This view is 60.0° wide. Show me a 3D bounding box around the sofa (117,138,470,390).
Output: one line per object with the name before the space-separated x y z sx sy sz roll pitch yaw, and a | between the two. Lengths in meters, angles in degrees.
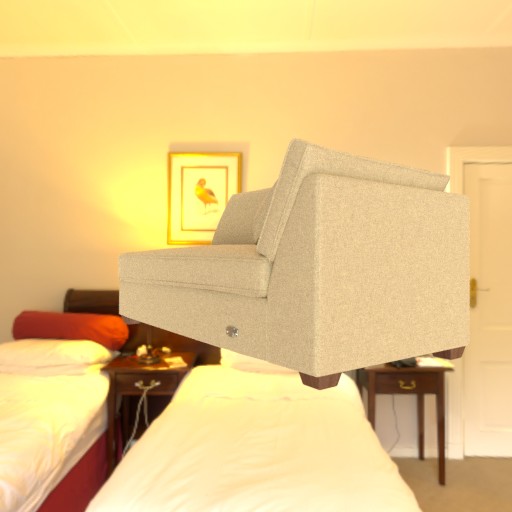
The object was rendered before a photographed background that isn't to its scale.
sofa | 0.000 0.000 2.837 1.110 1.033 2.237 0 0 -36
